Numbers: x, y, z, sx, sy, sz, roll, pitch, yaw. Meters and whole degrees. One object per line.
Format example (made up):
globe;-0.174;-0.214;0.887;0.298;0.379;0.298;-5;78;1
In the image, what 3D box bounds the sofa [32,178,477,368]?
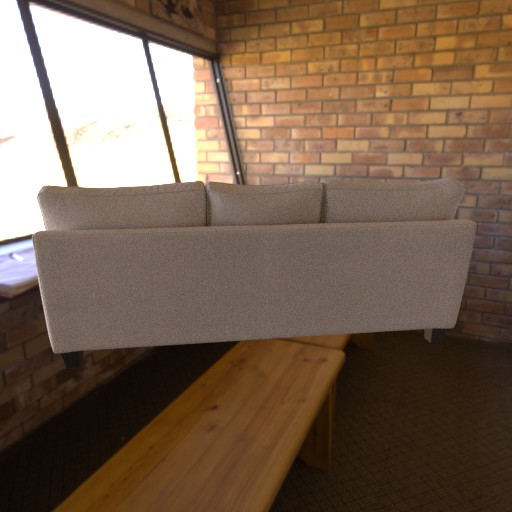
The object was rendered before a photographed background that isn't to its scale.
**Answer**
sofa;0.000;0.000;2.789;2.323;0.991;1.016;-2;15;-8
